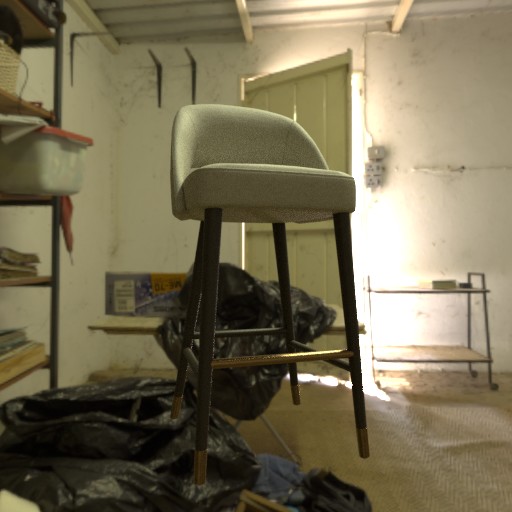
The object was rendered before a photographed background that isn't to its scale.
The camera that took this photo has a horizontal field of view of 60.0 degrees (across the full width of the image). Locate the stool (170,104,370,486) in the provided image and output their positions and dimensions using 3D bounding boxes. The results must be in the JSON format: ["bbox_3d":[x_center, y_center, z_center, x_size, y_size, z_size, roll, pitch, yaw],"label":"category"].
[{"bbox_3d":[0.000,0.000,1.304,0.494,1.037,0.509,0,0,-18],"label":"stool"}]
